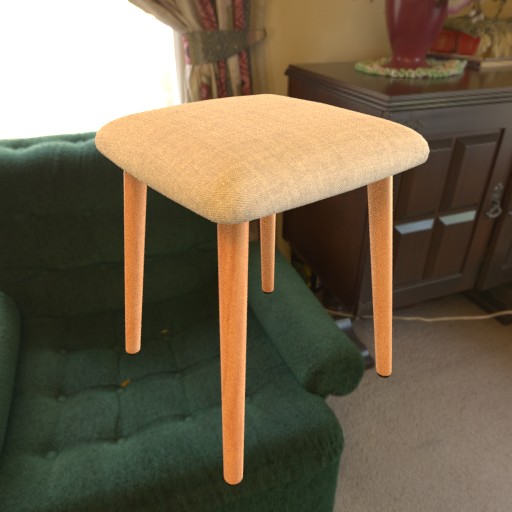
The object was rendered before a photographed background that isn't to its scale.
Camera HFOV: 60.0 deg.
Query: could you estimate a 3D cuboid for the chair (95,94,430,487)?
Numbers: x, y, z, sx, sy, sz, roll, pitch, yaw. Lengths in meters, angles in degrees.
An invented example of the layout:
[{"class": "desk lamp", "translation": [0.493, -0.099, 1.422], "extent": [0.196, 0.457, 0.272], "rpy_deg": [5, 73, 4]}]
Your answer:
[{"class": "chair", "translation": [0.000, 0.000, 0.688], "extent": [0.350, 0.440, 0.350], "rpy_deg": [-21, 36, -32]}]
